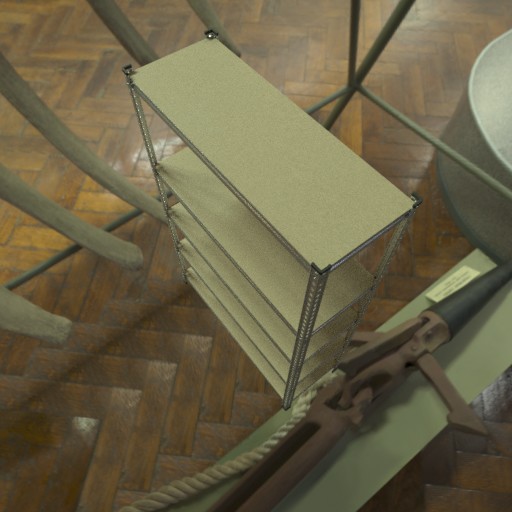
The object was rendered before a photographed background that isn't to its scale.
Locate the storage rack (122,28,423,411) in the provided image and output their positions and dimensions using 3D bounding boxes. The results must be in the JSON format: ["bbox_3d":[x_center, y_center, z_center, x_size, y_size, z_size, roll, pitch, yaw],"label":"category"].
[{"bbox_3d":[0.000,0.000,2.411,0.457,1.829,1.219,-33,64,-19],"label":"storage rack"}]
